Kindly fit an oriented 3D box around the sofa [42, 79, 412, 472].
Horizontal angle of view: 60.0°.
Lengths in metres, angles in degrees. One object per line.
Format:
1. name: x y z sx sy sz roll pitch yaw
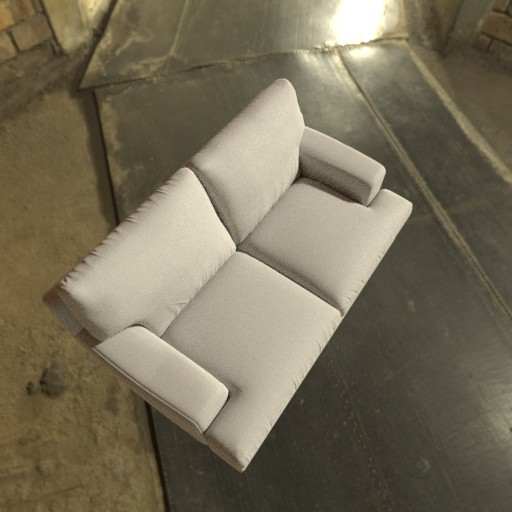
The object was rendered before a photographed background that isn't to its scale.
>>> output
1. sofa: 0.000 0.000 2.471 1.143 0.940 1.880 31 63 18
